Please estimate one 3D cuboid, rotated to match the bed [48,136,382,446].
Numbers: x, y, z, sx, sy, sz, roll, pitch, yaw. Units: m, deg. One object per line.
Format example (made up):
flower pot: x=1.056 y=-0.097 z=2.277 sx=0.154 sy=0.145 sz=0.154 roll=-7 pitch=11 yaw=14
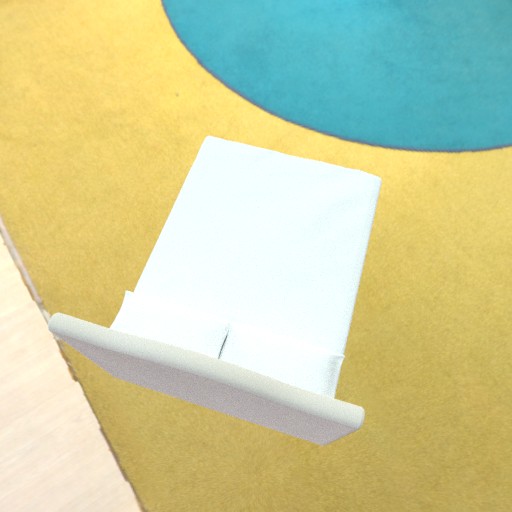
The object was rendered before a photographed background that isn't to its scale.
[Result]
bed: x=0.000 y=0.000 z=3.311 sx=1.753 sy=1.460 sz=2.143 roll=15 pitch=64 yaw=8
